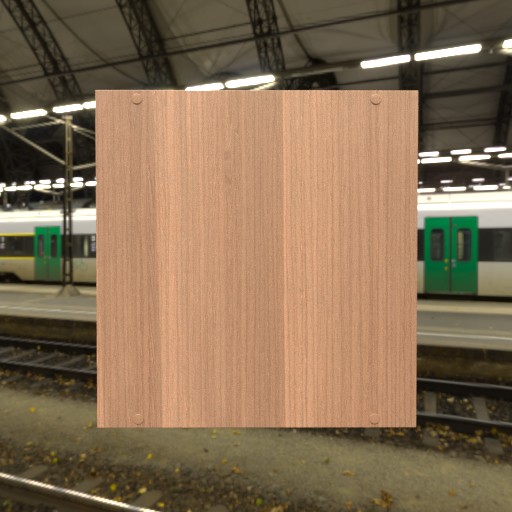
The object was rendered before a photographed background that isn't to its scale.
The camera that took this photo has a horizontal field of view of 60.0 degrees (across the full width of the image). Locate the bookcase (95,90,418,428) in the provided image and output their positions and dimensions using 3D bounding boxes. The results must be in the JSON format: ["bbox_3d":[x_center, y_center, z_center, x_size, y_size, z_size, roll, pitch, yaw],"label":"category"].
[{"bbox_3d":[0.000,0.000,0.607,0.290,0.305,0.415,0,1,0],"label":"bookcase"}]
